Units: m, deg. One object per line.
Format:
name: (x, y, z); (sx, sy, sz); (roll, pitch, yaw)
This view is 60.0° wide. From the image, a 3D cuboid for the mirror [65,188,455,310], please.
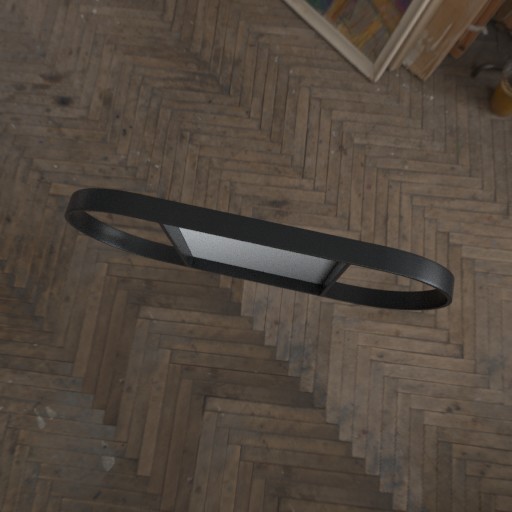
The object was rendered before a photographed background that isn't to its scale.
mirror: (0.000, 0.000, 0.680); (0.584, 0.254, 0.032); (12, 76, 3)
